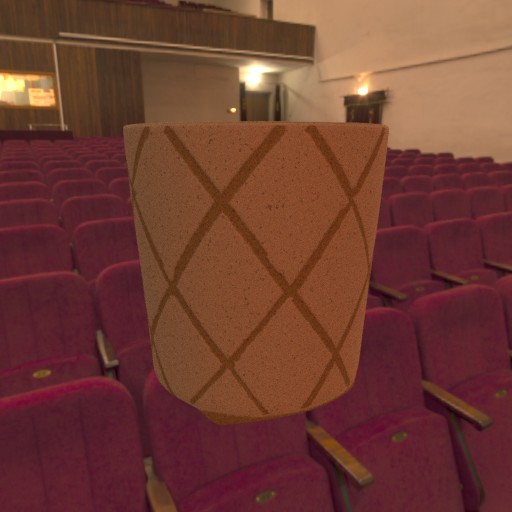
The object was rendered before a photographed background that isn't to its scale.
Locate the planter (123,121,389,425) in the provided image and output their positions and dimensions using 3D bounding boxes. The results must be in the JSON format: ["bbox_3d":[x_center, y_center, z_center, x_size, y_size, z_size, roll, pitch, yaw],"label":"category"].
[{"bbox_3d":[0.000,0.000,0.355,0.191,0.199,0.191,0,15,0],"label":"planter"}]
